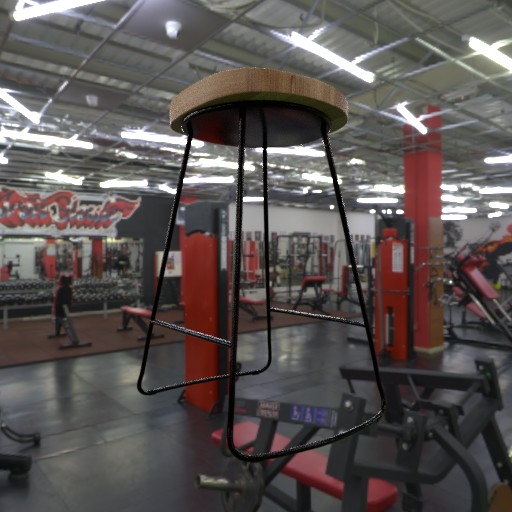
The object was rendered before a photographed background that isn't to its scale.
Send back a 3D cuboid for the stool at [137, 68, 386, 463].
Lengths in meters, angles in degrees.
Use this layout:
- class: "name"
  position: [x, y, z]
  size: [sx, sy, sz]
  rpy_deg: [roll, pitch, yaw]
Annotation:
- class: "stool"
  position: [0.000, 0.000, 0.994]
  size: [0.401, 0.679, 0.480]
  rpy_deg: [0, 0, -36]
